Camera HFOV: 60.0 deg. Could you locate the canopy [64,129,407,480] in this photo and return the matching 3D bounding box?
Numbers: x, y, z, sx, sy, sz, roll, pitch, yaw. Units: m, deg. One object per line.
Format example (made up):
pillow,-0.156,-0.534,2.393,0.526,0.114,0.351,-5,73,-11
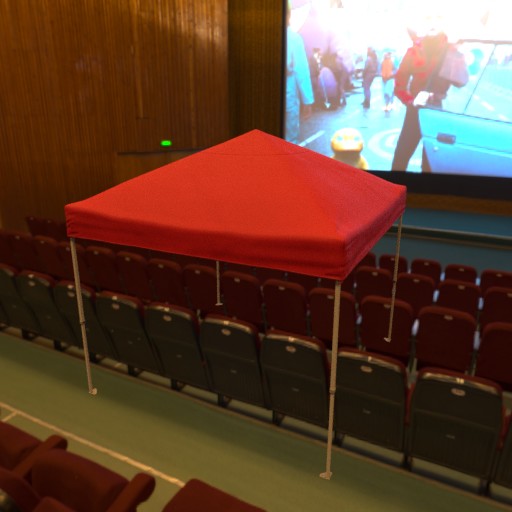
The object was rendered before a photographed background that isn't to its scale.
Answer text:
canopy,0.000,0.000,5.452,2.996,2.997,2.998,9,19,25
